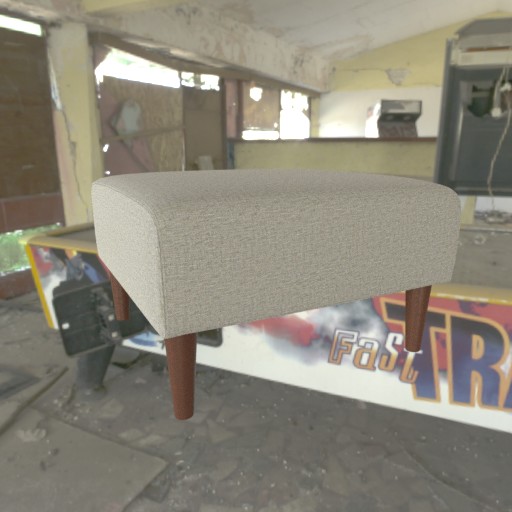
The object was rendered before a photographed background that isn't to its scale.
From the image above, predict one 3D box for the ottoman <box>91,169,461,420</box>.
[{"bbox_3d":[0.000,0.000,1.069,0.655,0.399,0.648,-7,16,-27],"label":"ottoman"}]
